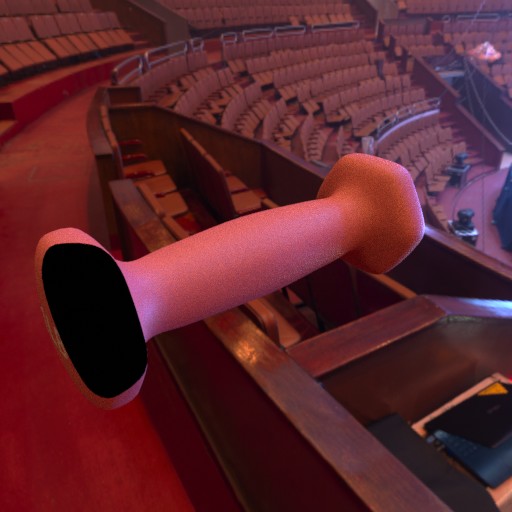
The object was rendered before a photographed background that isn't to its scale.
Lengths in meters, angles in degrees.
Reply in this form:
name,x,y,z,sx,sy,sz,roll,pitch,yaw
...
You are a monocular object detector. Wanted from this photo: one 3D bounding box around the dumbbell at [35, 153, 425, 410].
name,x,y,z,sx,sy,sz,roll,pitch,yaw
dumbbell,0.000,0.000,0.139,0.123,0.043,0.047,-21,35,-32
